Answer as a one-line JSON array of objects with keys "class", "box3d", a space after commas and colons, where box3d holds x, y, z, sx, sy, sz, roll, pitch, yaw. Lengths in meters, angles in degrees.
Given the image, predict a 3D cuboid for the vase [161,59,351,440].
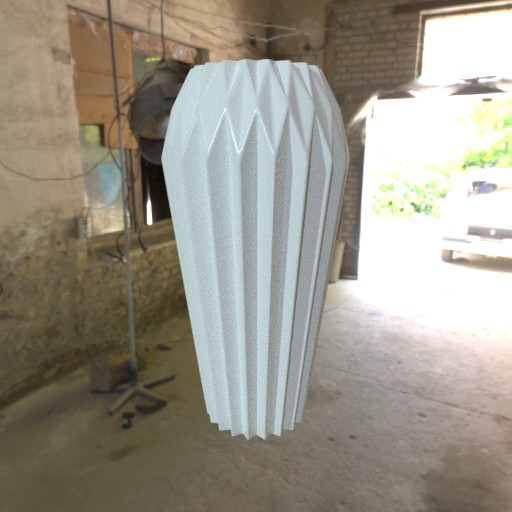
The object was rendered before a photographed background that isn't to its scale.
[{"class": "vase", "box3d": [0.000, 0.000, 0.337, 0.133, 0.263, 0.133, 0, 15, 0]}]
